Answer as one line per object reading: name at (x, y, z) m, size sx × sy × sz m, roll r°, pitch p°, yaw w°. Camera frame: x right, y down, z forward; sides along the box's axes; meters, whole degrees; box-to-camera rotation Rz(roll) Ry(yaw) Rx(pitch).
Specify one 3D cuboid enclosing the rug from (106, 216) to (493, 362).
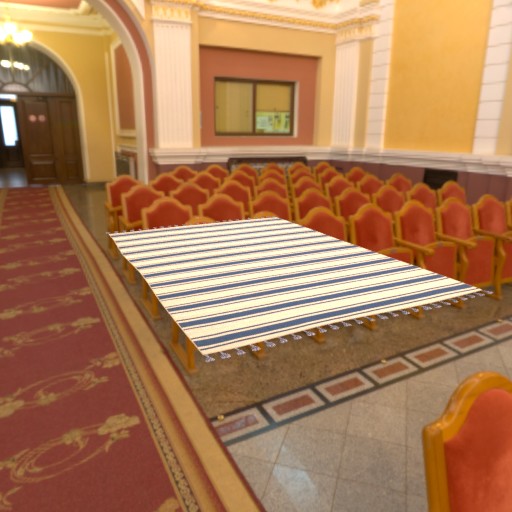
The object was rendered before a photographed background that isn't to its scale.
rug at (0.000, 0.000, 2.893) m, size 1.544 × 0.010 × 2.315 m, roll -8°, pitch 18°, yaw -25°
